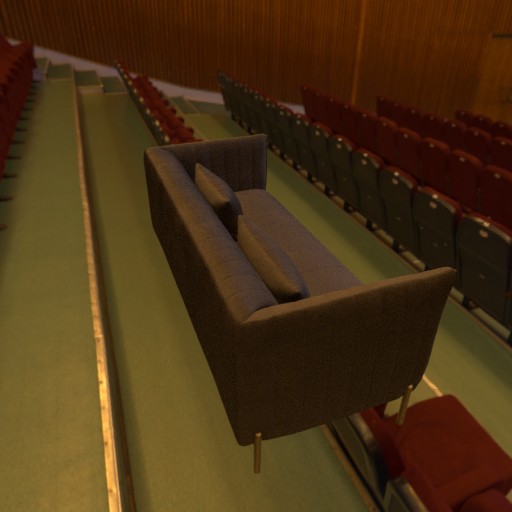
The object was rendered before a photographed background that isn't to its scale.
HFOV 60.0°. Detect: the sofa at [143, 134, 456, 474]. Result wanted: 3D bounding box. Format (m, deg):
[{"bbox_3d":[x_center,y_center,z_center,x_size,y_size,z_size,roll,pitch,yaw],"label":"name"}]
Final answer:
[{"bbox_3d":[0.000,0.000,2.442,0.876,0.780,1.980,-11,33,-18],"label":"sofa"}]
